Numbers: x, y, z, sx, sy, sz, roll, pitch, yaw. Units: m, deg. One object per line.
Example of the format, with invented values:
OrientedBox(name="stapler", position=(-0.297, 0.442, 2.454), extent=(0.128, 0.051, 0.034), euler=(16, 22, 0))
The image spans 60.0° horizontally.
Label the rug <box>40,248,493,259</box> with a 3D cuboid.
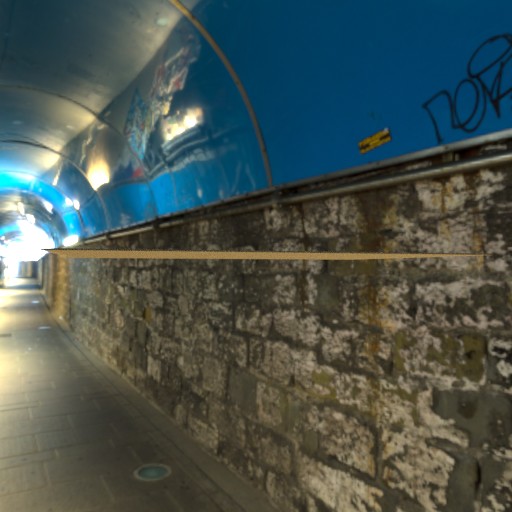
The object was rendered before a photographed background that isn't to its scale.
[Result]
OrientedBox(name="rug", position=(0.000, 0.000, 2.161), extent=(1.752, 0.006, 1.142), euler=(0, -2, -18))
